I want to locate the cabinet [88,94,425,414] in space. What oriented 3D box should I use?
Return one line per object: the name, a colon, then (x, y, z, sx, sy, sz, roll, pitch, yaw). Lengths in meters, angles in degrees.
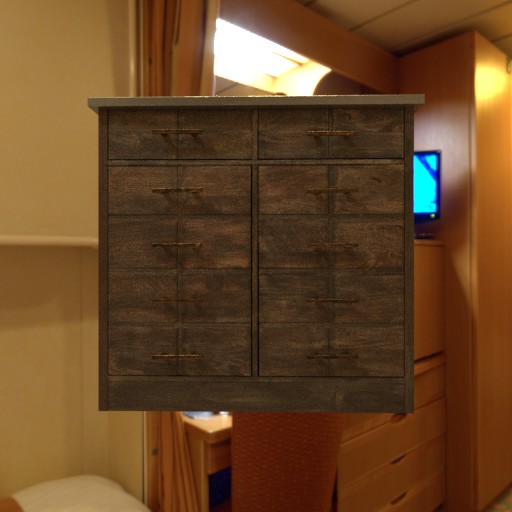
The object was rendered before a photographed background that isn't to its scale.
cabinet: (0.000, 0.000, 1.435, 0.968, 0.919, 0.338, 0, 0, 1)
